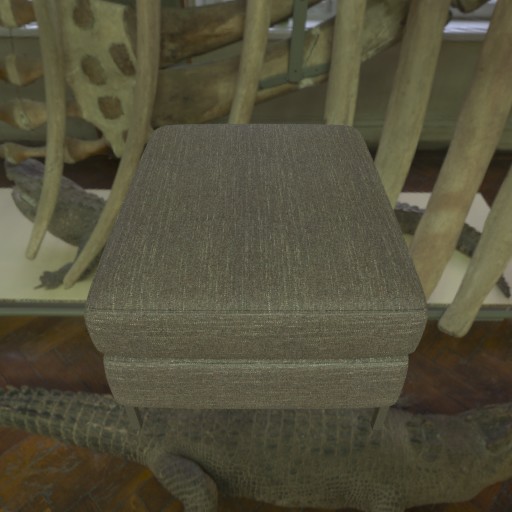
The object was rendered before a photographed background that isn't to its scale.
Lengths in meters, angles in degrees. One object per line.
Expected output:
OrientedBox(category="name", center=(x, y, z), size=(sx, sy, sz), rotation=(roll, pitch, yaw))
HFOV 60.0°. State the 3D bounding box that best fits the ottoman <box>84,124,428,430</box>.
OrientedBox(category="ottoman", center=(0.000, 0.000, 1.233), size=(0.671, 0.490, 0.820), rotation=(0, 41, 0))
